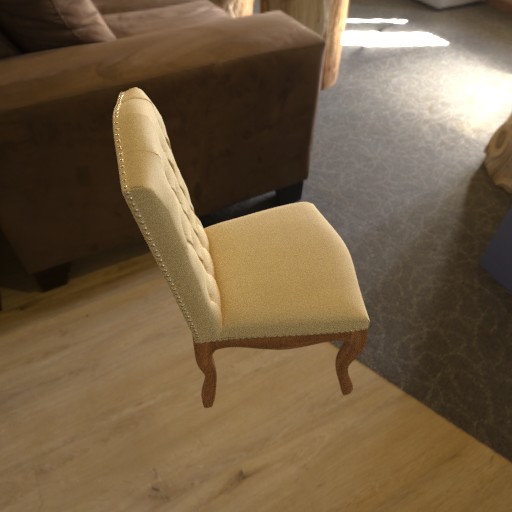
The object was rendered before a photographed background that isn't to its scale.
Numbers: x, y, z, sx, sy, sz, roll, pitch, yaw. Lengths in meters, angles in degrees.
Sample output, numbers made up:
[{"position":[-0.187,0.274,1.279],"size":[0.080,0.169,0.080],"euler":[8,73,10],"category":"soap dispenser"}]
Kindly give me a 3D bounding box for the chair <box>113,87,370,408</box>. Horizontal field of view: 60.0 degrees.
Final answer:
[{"position":[0.000,0.000,1.545],"size":[0.715,1.165,0.623],"euler":[-9,48,-9],"category":"chair"}]
